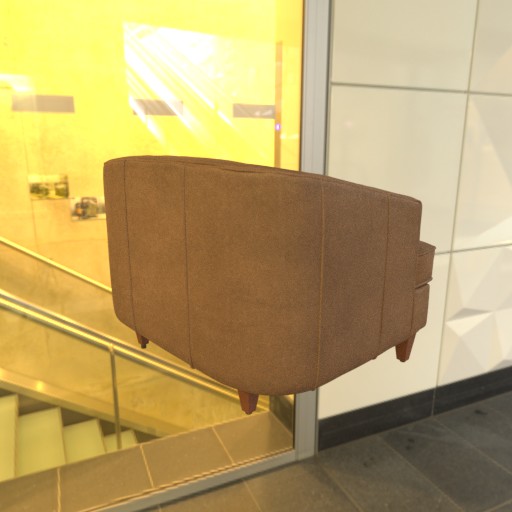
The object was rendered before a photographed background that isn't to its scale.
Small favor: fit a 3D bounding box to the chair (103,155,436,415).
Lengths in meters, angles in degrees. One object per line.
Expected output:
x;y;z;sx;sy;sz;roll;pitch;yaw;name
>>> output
0.000;0.000;1.758;0.914;0.787;1.118;-13;19;-42;chair
